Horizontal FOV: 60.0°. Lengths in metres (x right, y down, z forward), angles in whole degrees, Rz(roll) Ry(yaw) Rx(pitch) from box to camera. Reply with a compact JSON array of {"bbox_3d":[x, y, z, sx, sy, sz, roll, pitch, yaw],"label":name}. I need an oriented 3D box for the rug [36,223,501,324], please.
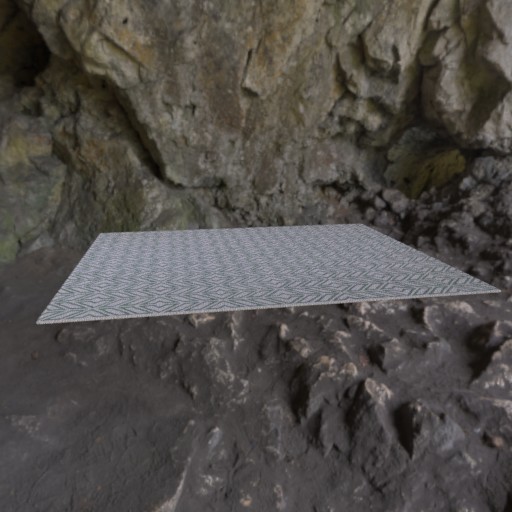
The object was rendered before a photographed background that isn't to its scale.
[{"bbox_3d":[0.000,0.000,3.986,3.050,0.017,2.441,-3,16,-10],"label":"rug"}]
